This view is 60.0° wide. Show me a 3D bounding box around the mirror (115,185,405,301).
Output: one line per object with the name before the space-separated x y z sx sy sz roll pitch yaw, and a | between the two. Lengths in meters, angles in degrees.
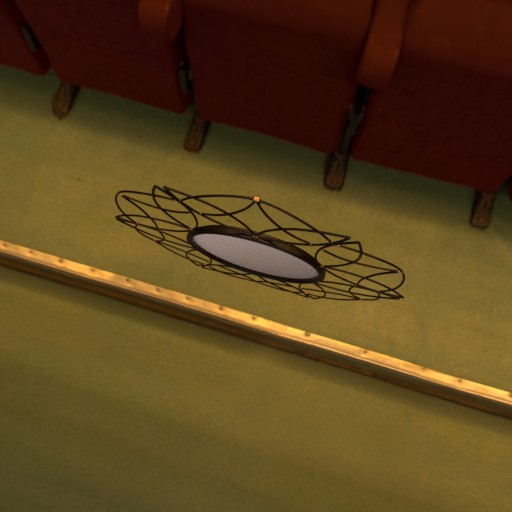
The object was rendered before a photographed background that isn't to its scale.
mirror | 0.000 0.000 1.182 0.797 0.775 0.028 16 76 4
